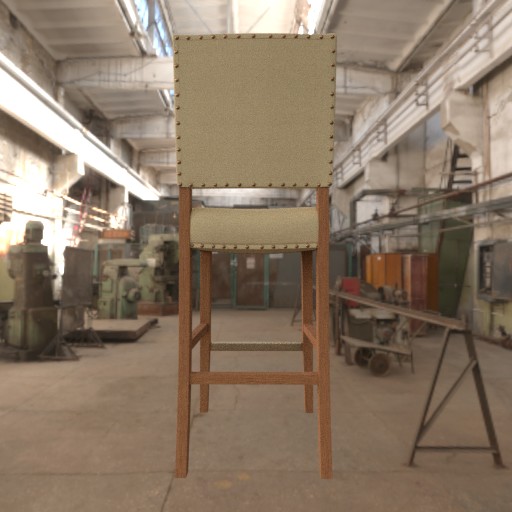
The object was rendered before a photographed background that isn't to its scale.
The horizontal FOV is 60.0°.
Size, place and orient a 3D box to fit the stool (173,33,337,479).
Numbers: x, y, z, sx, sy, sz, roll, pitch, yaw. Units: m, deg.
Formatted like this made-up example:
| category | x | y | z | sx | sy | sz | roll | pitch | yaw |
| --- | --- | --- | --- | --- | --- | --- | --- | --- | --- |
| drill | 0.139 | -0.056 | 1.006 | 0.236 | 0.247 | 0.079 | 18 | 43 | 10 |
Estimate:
| category | x | y | z | sx | sy | sz | roll | pitch | yaw |
| --- | --- | --- | --- | --- | --- | --- | --- | --- | --- |
| stool | 0.000 | 0.000 | 1.426 | 0.445 | 1.168 | 0.584 | 0 | -1 | 1 |
